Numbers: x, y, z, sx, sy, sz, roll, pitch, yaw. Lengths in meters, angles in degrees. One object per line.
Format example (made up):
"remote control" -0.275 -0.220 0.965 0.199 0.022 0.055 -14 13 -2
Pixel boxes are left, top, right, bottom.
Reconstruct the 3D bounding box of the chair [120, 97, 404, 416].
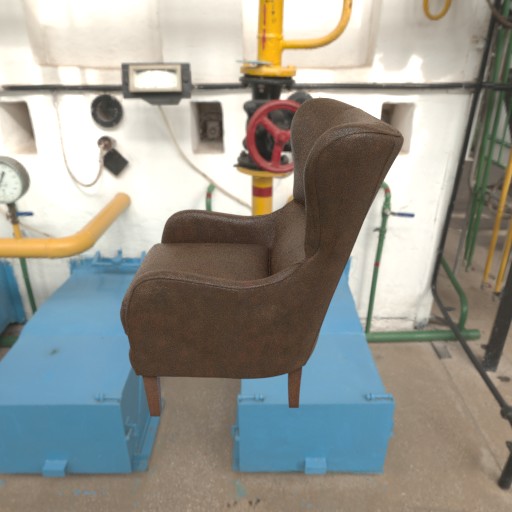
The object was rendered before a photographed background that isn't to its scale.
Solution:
"chair" 0.000 0.000 1.640 0.914 1.048 0.692 0 26 1
